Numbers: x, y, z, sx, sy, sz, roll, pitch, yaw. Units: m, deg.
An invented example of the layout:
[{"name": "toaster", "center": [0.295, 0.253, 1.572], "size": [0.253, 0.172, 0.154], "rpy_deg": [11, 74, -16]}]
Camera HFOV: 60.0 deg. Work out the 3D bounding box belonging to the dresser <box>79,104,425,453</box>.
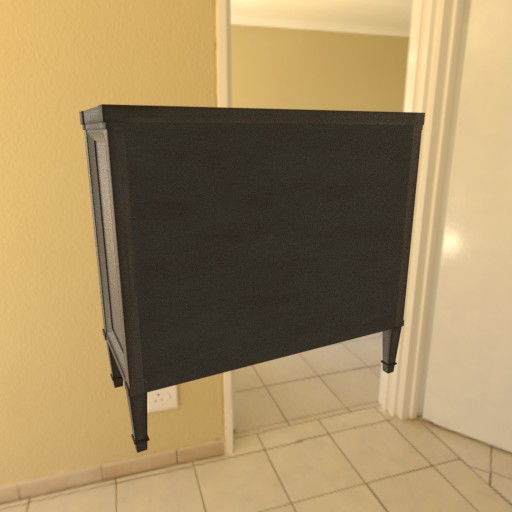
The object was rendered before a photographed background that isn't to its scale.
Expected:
[{"name": "dresser", "center": [0.000, 0.000, 1.598], "size": [1.049, 0.986, 0.463], "rpy_deg": [-8, 17, -26]}]
